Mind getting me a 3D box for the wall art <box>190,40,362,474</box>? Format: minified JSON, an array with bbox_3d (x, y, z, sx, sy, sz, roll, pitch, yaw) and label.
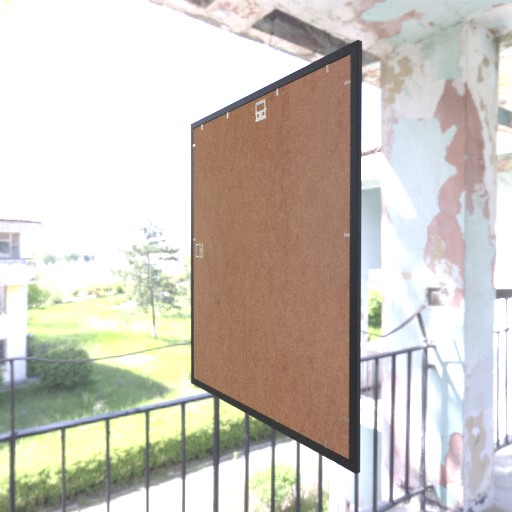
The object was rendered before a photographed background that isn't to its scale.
[{"bbox_3d":[0.000,0.000,0.906,0.018,0.660,0.559,-1,1,-35],"label":"wall art"}]
